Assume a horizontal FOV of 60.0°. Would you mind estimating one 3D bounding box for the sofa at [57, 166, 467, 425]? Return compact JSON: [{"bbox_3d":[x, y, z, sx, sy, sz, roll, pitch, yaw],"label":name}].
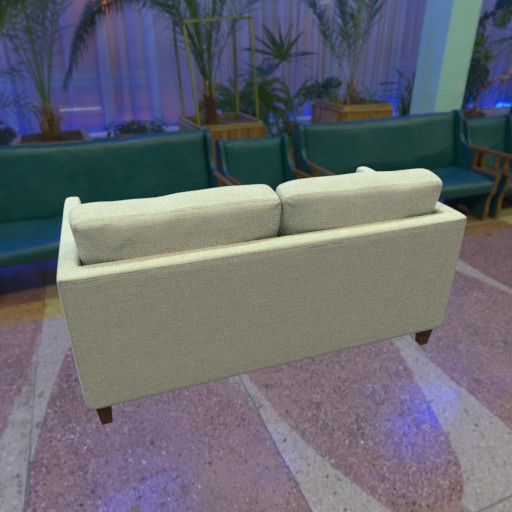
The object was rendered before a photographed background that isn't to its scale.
[{"bbox_3d":[0.000,0.000,2.351,1.838,0.963,0.950,-9,29,-17],"label":"sofa"}]
